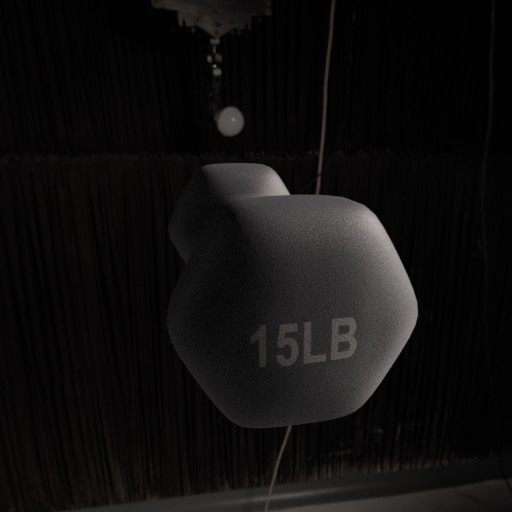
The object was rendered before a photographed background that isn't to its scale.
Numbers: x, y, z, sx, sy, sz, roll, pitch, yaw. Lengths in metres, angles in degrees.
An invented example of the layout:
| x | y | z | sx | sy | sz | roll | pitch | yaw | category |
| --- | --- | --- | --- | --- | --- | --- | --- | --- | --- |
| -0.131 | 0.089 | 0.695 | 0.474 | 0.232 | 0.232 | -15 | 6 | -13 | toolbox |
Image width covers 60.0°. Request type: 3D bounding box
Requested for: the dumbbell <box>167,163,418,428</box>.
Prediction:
| x | y | z | sx | sy | sz | roll | pitch | yaw | category |
| --- | --- | --- | --- | --- | --- | --- | --- | --- | --- |
| 0.000 | 0.000 | 0.292 | 0.116 | 0.105 | 0.240 | -3 | 16 | -10 | dumbbell |
